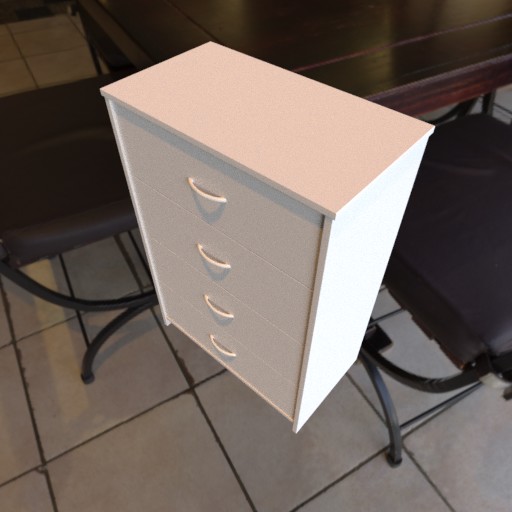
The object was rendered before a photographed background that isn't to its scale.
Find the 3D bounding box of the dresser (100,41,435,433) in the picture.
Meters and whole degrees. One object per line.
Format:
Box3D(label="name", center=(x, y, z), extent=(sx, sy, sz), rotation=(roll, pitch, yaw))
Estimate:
Box3D(label="dresser", center=(0.000, 0.000, 1.410), extent=(0.704, 1.021, 0.401), rotation=(33, 55, 27))
